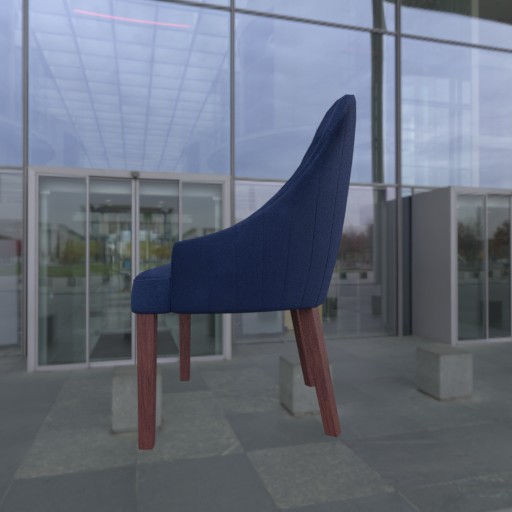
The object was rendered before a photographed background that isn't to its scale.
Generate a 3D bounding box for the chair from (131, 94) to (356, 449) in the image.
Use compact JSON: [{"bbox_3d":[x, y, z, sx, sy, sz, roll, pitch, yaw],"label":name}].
[{"bbox_3d":[0.000,0.000,1.317,0.575,0.889,0.643,0,0,0],"label":"chair"}]
